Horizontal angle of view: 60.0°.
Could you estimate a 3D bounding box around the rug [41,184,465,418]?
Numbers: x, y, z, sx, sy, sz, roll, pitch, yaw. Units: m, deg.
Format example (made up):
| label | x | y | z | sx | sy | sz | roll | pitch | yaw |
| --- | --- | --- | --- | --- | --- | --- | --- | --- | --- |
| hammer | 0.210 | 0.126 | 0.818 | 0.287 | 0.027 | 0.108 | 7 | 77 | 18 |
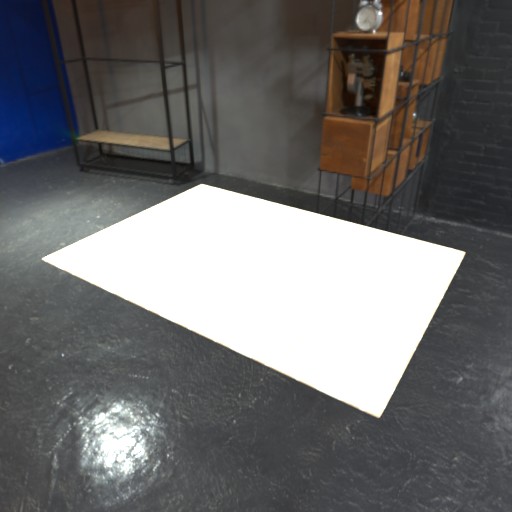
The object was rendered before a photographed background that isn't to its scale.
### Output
| label | x | y | z | sx | sy | sz | roll | pitch | yaw |
| --- | --- | --- | --- | --- | --- | --- | --- | --- | --- |
| rug | 0.000 | 0.000 | 2.731 | 2.134 | 0.010 | 1.524 | 18 | 35 | 29 |
